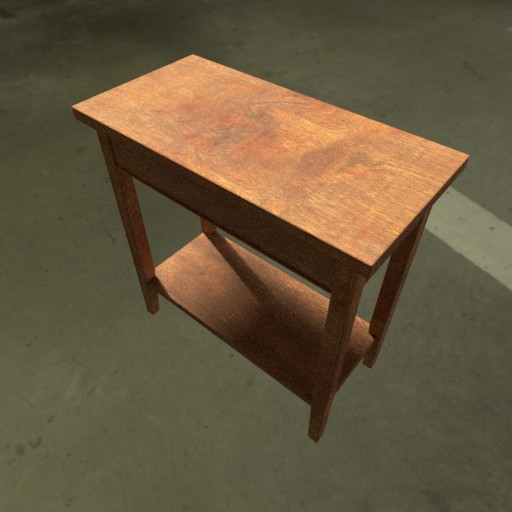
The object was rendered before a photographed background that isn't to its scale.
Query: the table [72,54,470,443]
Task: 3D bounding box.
[{"bbox_3d":[0.000,0.000,0.958,0.610,0.610,0.305,31,53,27],"label":"table"}]
